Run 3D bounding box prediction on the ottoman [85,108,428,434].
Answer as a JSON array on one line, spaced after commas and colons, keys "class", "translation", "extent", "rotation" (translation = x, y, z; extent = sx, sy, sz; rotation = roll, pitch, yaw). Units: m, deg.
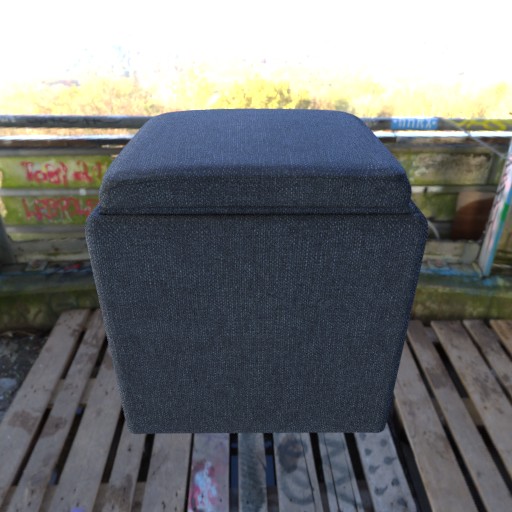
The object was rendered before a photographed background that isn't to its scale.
[{"class": "ottoman", "translation": [0.000, 0.000, 0.842], "extent": [0.454, 0.493, 0.436], "rotation": [0, 30, 0]}]
